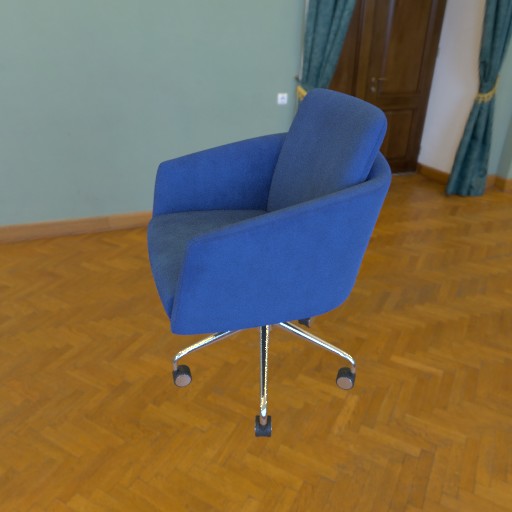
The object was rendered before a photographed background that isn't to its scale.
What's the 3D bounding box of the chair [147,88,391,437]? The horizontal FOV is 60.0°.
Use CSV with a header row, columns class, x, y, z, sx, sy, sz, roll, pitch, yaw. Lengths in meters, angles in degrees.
class,x,y,z,sx,sy,sz,roll,pitch,yaw
chair,0.000,0.000,1.363,0.635,0.908,0.641,-8,30,-15
